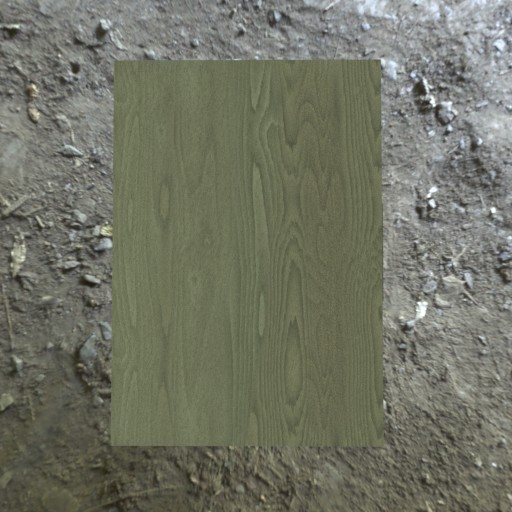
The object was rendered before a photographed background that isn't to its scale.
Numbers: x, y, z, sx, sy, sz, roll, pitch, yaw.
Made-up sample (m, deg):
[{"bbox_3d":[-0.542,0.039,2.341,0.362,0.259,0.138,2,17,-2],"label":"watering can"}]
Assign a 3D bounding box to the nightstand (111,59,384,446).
[{"bbox_3d":[0.000,0.000,0.737,0.325,0.461,0.442,0,89,0],"label":"nightstand"}]
